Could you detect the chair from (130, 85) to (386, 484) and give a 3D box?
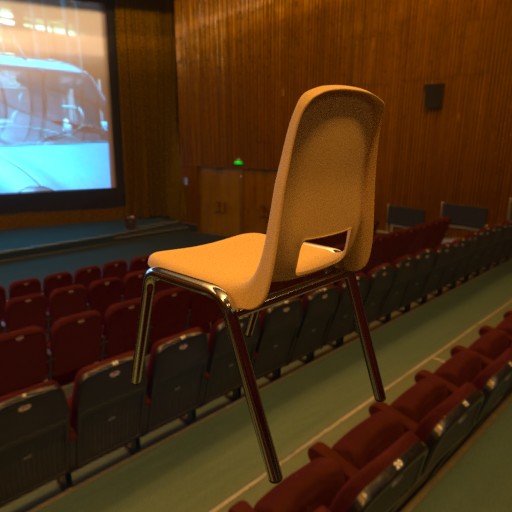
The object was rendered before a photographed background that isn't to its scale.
[{"bbox_3d":[0.000,0.000,0.850,0.354,0.586,0.423,-15,21,-42],"label":"chair"}]
